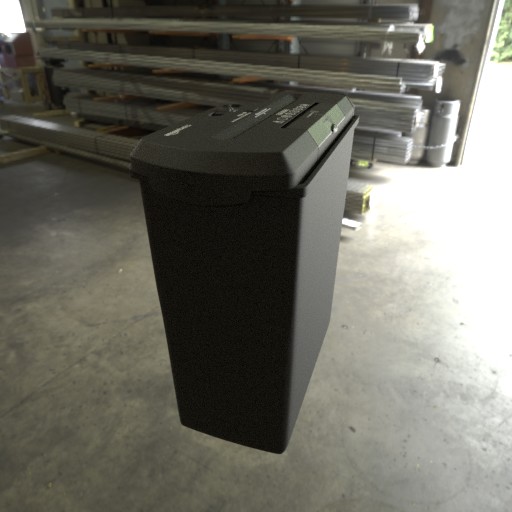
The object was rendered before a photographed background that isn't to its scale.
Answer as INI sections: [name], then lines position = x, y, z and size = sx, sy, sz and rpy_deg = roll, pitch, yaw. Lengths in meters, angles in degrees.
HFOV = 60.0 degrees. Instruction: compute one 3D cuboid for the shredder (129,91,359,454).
[shredder]
position = 0.000, 0.000, 0.515
size = 0.170, 0.335, 0.320
rpy_deg = 9, 30, 17
